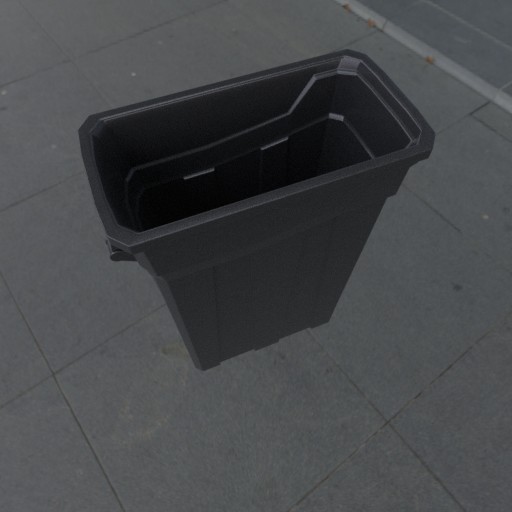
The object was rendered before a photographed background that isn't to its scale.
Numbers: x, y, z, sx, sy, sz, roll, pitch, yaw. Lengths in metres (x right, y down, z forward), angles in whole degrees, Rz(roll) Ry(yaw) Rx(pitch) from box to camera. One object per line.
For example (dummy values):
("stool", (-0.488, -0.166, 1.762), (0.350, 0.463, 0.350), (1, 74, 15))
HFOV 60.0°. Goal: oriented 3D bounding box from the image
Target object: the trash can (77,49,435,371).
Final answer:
("trash can", (0.000, 0.000, 1.037), (0.559, 0.762, 0.281), (-19, 60, -11))
